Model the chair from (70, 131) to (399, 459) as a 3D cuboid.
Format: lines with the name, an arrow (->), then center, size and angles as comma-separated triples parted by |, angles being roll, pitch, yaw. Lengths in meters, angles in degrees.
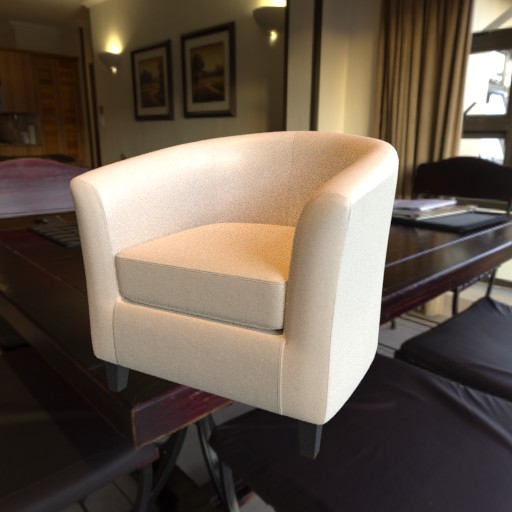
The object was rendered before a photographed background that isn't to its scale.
chair -> 0.000, 0.000, 1.376 | 0.792, 0.756, 0.727 | 8, 17, 27
